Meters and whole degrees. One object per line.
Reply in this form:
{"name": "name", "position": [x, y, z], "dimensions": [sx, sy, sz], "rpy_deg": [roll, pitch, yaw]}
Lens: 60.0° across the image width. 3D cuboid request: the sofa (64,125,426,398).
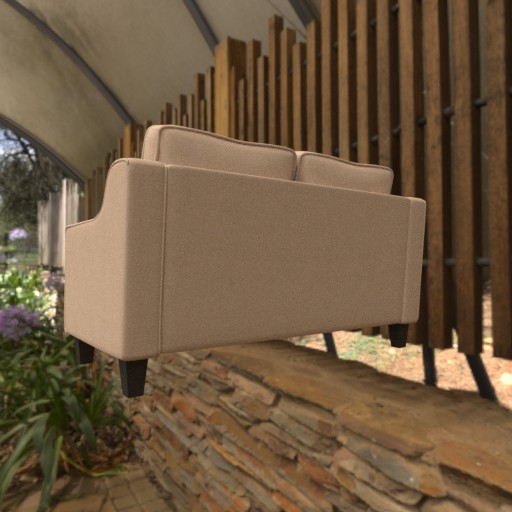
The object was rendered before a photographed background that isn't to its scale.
{"name": "sofa", "position": [0.000, 0.000, 3.517], "dimensions": [2.587, 1.562, 1.351], "rpy_deg": [1, -1, -36]}
